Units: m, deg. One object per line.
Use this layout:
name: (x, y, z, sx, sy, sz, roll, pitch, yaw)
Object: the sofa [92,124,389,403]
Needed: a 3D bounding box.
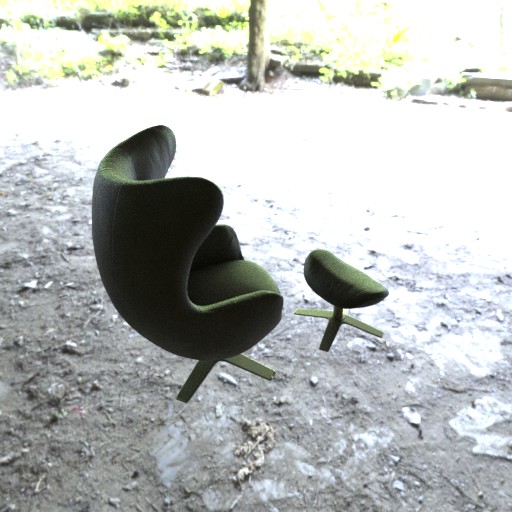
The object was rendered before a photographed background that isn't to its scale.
sofa: (0.000, 0.000, 2.152, 1.444, 1.135, 0.894, -10, 31, -17)
